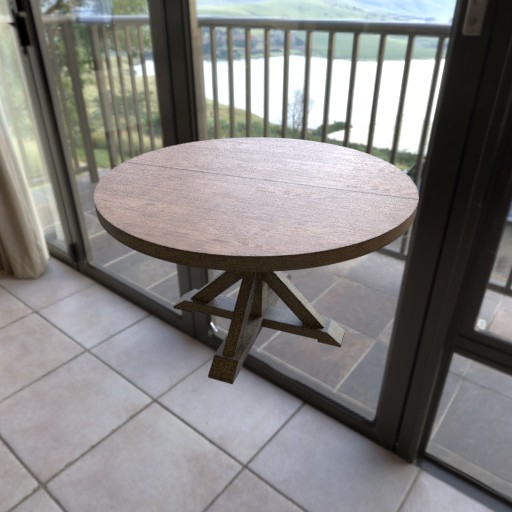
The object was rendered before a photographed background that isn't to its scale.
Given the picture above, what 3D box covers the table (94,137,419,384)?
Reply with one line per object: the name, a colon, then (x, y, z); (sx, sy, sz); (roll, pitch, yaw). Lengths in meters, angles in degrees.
table: (0.000, 0.000, 2.140); (1.363, 0.781, 1.363); (0, 30, 0)
